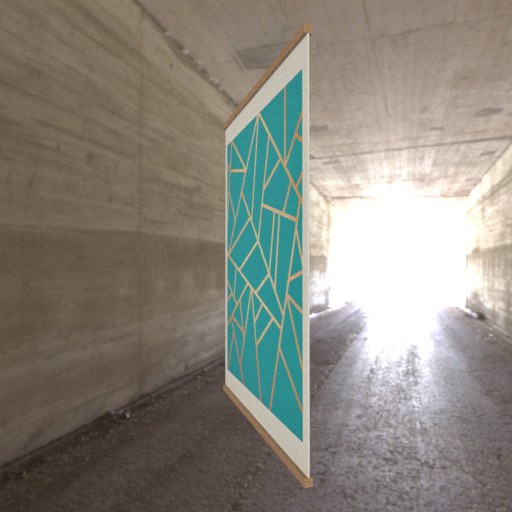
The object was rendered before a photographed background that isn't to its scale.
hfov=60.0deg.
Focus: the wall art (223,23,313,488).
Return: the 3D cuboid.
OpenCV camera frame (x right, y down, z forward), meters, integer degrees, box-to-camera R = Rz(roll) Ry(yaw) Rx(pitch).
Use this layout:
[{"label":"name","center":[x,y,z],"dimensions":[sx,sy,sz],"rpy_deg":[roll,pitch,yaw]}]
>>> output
[{"label":"wall art","center":[0.000,0.000,0.801],"dimensions":[0.012,0.608,0.459],"rpy_deg":[0,-1,-18]}]
